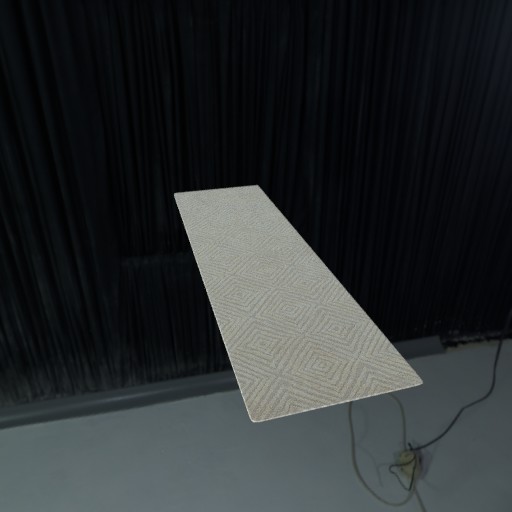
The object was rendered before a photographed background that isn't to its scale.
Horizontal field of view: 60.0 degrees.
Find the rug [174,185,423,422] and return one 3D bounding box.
[{"bbox_3d":[0.000,0.000,2.556,0.676,0.008,2.277,-8,30,-14],"label":"rug"}]
